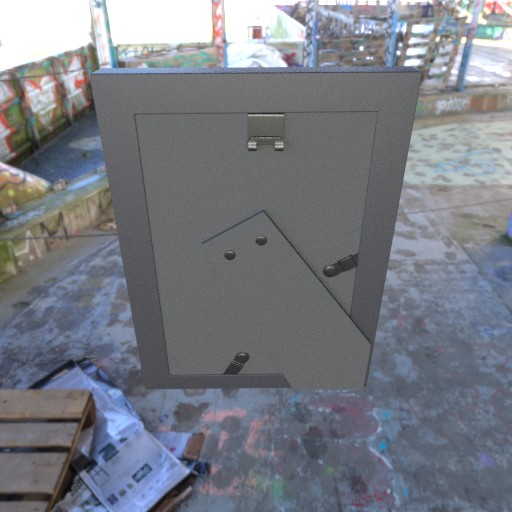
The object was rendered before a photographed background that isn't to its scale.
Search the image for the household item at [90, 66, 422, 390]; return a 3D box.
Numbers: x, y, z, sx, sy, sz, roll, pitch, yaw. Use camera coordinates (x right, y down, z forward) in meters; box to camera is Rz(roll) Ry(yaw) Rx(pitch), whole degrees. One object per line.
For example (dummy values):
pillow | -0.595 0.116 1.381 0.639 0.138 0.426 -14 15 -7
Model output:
household item | 0.000 0.000 0.227 0.133 0.178 0.022 -1 31 -1
